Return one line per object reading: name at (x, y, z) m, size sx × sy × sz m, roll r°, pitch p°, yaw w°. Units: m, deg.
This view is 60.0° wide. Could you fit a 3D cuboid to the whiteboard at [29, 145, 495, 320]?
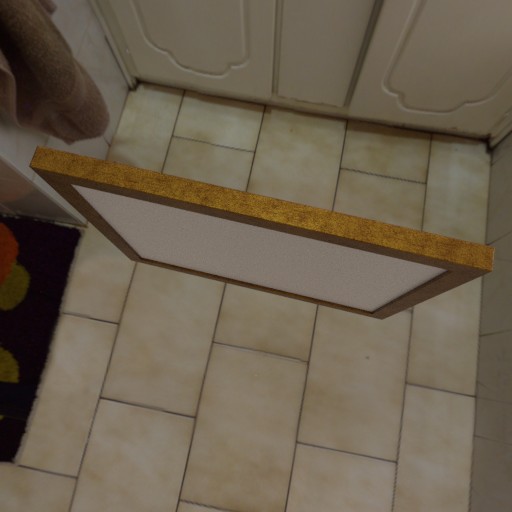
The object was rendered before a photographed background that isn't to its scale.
whiteboard at (0.000, 0.000, 0.747) m, size 0.561 × 0.457 × 0.029 m, roll 13°, pitch 75°, yaw 3°
